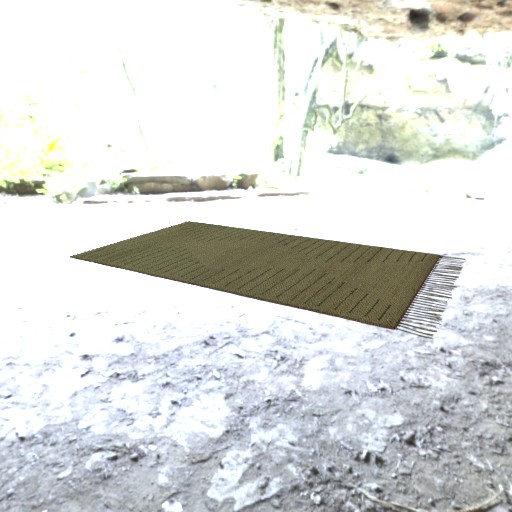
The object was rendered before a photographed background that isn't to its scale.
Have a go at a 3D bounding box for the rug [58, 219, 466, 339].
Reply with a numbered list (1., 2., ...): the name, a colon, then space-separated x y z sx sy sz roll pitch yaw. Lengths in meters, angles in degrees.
1. rug: 0.000 0.000 2.057 1.718 0.017 0.905 10 19 29
